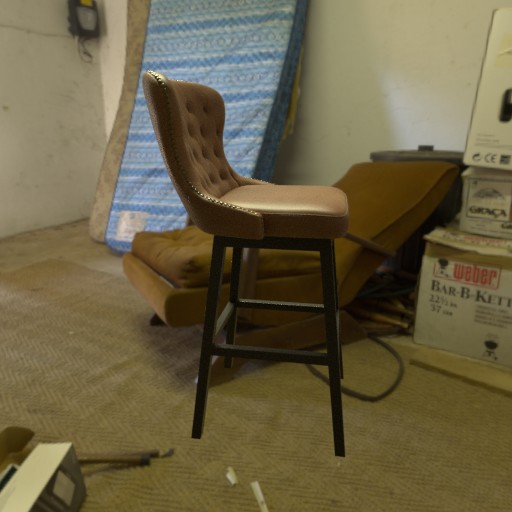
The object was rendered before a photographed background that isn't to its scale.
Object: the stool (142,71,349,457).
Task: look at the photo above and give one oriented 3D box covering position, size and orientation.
[{"bbox_3d":[0.000,0.000,1.383,0.601,1.050,0.528,3,17,10],"label":"stool"}]
